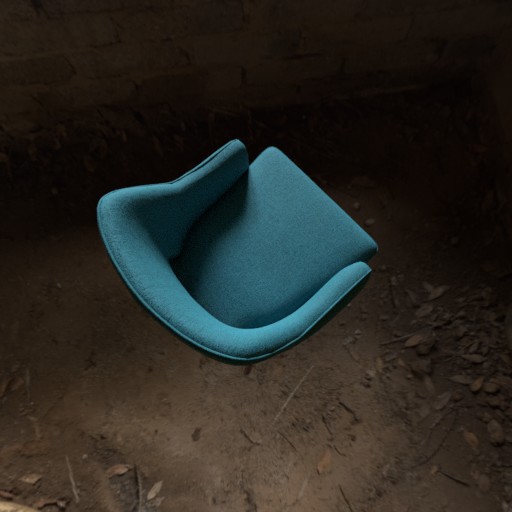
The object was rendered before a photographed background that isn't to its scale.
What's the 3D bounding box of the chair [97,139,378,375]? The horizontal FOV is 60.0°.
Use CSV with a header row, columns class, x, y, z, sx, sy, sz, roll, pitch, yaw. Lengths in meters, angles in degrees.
class,x,y,z,sx,sy,sz,roll,pitch,yaw
chair,0.000,0.000,1.264,0.605,0.849,0.548,-42,78,-10
